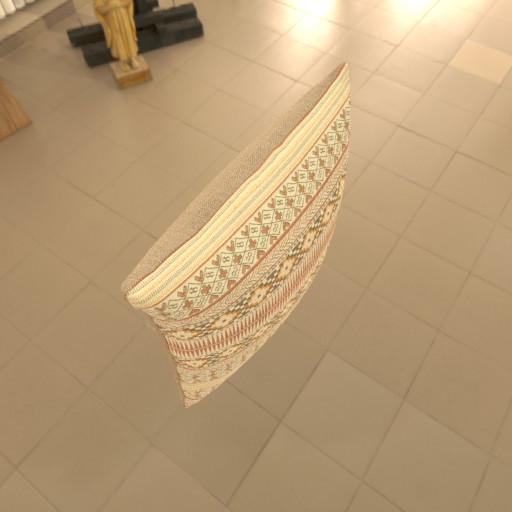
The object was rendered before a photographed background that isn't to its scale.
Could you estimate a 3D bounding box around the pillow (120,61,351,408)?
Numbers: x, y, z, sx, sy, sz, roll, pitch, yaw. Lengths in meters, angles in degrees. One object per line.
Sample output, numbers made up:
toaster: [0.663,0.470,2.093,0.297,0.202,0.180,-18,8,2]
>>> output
pillow: [0.000,0.000,0.820,0.215,0.519,0.521,31,63,18]
